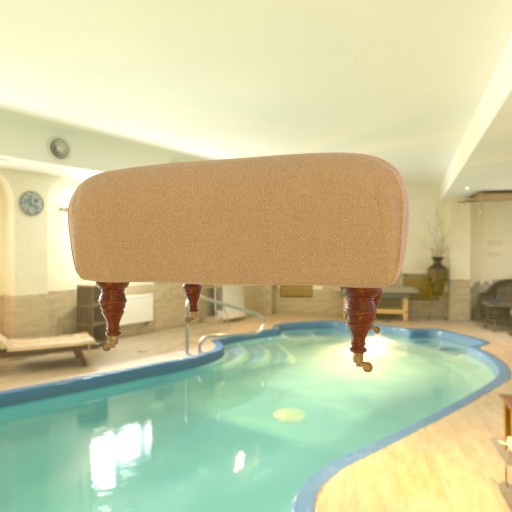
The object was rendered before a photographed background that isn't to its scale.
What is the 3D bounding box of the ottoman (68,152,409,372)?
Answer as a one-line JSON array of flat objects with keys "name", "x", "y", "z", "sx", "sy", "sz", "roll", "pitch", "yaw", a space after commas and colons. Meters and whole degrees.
[{"name": "ottoman", "x": 0.000, "y": 0.000, "z": 1.157, "sx": 0.746, "sy": 0.450, "sz": 0.622, "roll": 0, "pitch": 1, "yaw": 18}]
